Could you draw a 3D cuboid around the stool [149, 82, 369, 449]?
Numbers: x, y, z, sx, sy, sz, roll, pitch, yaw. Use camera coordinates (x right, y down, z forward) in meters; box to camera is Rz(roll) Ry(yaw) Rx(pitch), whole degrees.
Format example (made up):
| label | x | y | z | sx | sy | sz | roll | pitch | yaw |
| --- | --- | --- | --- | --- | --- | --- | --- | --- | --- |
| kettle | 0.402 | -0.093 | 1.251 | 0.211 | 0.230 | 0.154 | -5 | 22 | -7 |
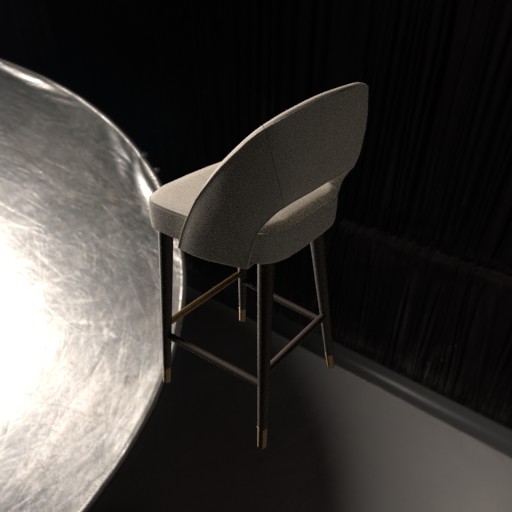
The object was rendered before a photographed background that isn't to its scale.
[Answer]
| label | x | y | z | sx | sy | sz | roll | pitch | yaw |
| --- | --- | --- | --- | --- | --- | --- | --- | --- | --- |
| stool | 0.000 | 0.000 | 1.346 | 0.509 | 1.037 | 0.494 | 22 | 38 | 32 |
